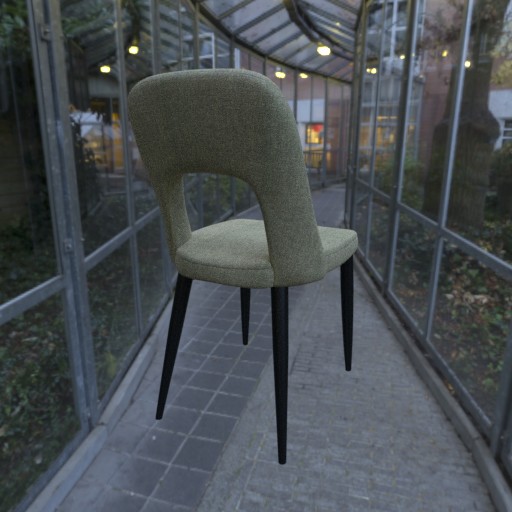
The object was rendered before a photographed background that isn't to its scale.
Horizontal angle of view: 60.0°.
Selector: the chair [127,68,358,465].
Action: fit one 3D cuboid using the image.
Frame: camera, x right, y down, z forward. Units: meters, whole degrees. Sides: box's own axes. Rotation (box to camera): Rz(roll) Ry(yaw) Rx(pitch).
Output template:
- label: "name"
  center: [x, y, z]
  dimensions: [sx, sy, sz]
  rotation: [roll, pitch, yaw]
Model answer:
- label: "chair"
  center: [0.000, 0.000, 1.274]
  dimensions: [0.470, 0.931, 0.612]
  rotation: [8, 17, 28]
